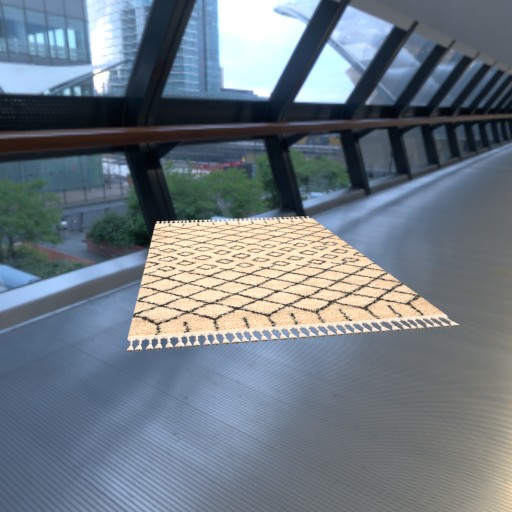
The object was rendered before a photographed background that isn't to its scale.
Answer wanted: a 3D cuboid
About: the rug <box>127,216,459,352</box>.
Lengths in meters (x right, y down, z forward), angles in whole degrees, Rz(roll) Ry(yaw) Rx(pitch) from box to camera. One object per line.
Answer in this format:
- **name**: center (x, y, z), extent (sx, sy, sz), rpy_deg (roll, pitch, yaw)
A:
- **rug**: center (0.000, 0.000, 2.483), extent (1.196, 0.008, 2.006), rpy_deg (-3, 17, -9)
